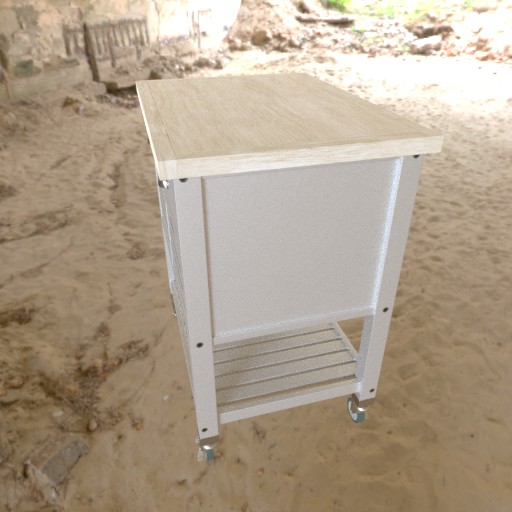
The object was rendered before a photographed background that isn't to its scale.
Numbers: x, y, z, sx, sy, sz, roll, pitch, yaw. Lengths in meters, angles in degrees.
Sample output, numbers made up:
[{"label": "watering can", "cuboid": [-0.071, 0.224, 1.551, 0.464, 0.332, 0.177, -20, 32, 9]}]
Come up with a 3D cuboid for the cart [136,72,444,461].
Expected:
[{"label": "cart", "cuboid": [0.000, 0.000, 1.361, 0.559, 0.914, 0.762, -8, 32, -13]}]
